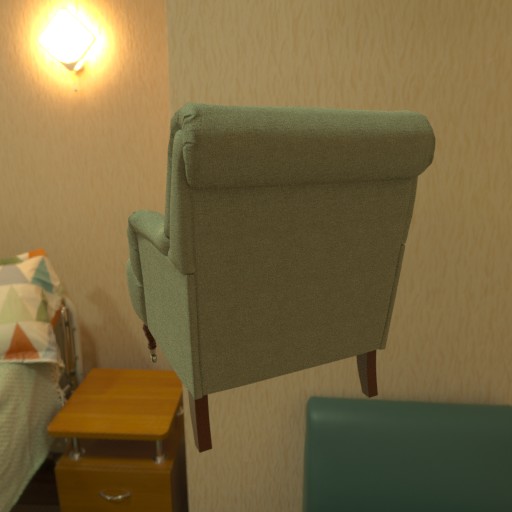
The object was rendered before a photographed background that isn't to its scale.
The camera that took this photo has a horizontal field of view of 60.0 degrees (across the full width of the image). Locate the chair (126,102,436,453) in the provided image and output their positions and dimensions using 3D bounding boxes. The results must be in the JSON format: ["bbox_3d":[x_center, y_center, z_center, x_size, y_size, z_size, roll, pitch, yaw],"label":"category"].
[{"bbox_3d":[0.000,0.000,1.919,0.964,1.178,1.060,-7,16,-26],"label":"chair"}]
